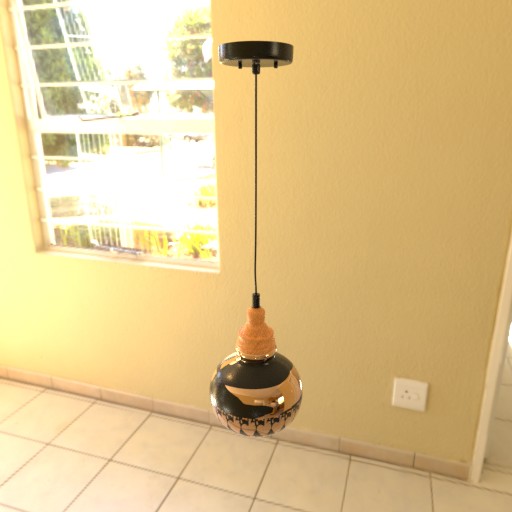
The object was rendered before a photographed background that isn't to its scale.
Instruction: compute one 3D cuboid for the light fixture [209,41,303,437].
[{"bbox_3d":[0.000,0.000,1.865,0.430,1.606,0.430,2,17,8],"label":"light fixture"}]
